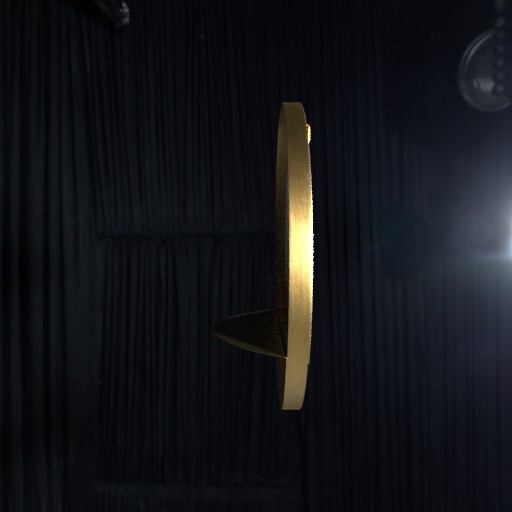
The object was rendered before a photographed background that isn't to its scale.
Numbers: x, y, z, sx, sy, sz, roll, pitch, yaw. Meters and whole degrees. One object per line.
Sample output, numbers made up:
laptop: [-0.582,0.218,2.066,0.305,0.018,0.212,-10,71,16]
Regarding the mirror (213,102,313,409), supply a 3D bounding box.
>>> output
mirror: [0.000,0.000,0.700,0.133,0.457,0.457,0,1,1]
